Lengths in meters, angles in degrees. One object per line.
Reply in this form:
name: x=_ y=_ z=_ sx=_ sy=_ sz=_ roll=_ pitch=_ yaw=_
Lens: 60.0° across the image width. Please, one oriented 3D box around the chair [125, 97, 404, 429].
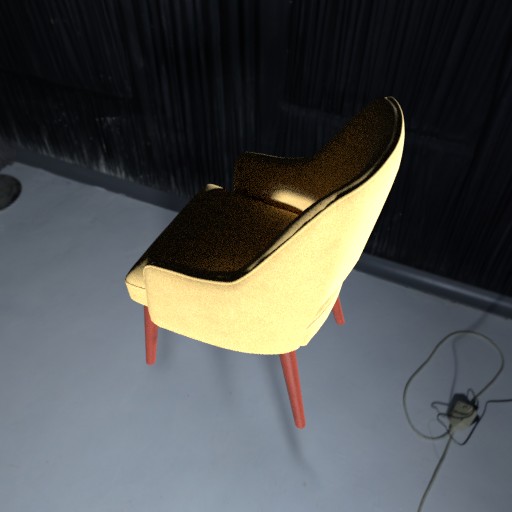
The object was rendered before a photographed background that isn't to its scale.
chair: x=0.000 y=0.000 z=1.209 sx=0.605 sy=0.849 sz=0.548 roll=18 pitch=48 yaw=17
